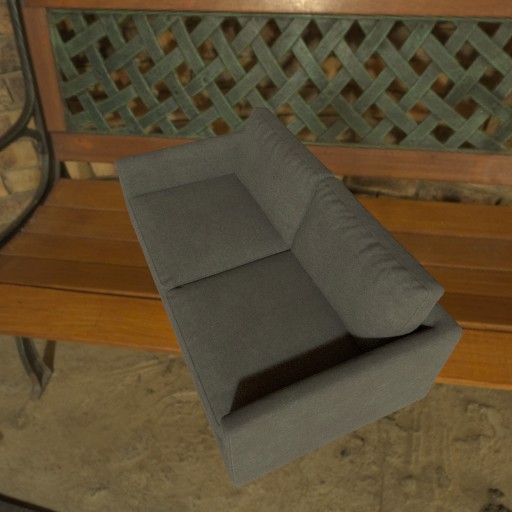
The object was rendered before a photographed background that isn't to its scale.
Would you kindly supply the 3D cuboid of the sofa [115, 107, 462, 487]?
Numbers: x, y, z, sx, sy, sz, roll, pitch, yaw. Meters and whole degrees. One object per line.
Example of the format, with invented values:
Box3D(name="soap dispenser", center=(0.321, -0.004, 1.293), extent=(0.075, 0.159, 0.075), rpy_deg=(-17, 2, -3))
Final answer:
Box3D(name="sofa", center=(0.000, 0.000, 2.457), extent=(1.091, 0.845, 1.909), rpy_deg=(-18, 48, -17))
